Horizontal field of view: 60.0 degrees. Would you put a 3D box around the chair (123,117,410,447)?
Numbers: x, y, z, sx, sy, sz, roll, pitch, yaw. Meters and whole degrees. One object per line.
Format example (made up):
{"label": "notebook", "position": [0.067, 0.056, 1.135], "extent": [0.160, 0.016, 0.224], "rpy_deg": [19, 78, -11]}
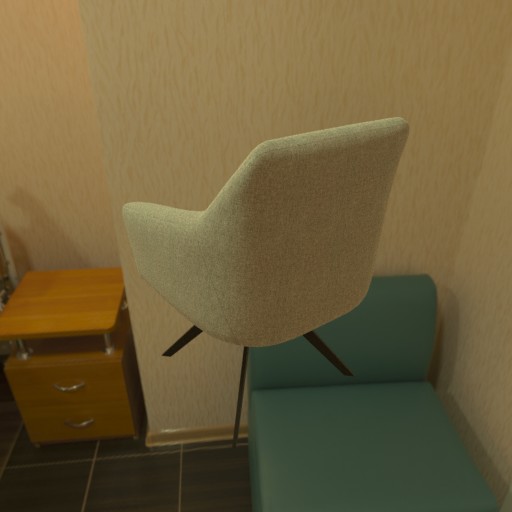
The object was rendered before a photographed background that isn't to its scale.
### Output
{"label": "chair", "position": [0.000, 0.000, 1.341], "extent": [0.642, 0.874, 0.677], "rpy_deg": [-19, 34, -31]}
